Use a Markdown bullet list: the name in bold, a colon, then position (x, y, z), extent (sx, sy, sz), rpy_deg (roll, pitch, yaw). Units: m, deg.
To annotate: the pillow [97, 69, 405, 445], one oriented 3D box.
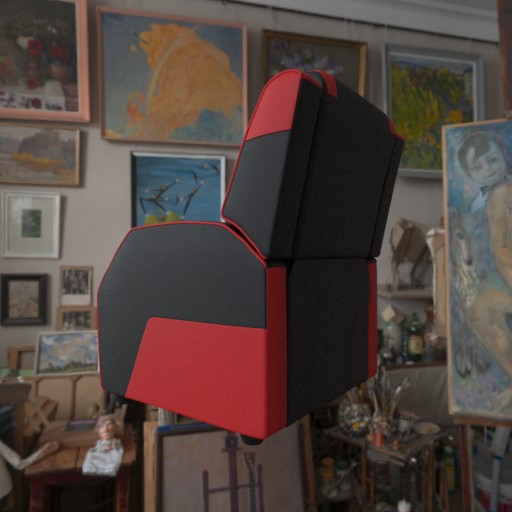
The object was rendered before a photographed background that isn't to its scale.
- **pillow**: position (0.000, 0.000, 1.281), extent (0.672, 0.805, 0.620), rpy_deg (0, 0, 36)
